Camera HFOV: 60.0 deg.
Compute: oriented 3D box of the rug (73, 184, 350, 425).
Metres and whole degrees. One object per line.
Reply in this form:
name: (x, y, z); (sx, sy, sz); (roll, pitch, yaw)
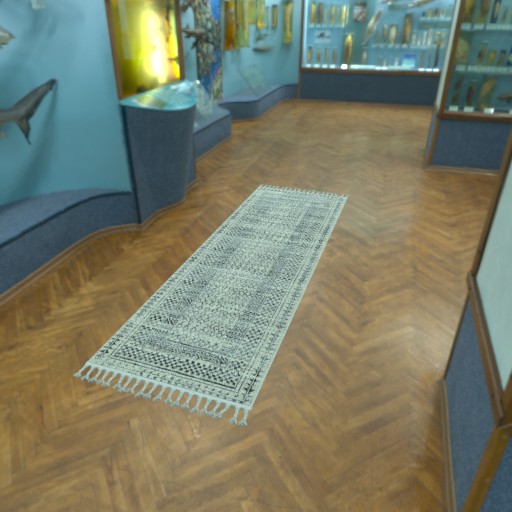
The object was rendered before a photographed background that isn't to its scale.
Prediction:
rug: (0.000, 0.000, 2.757); (0.786, 0.013, 2.480); (10, 31, 17)
